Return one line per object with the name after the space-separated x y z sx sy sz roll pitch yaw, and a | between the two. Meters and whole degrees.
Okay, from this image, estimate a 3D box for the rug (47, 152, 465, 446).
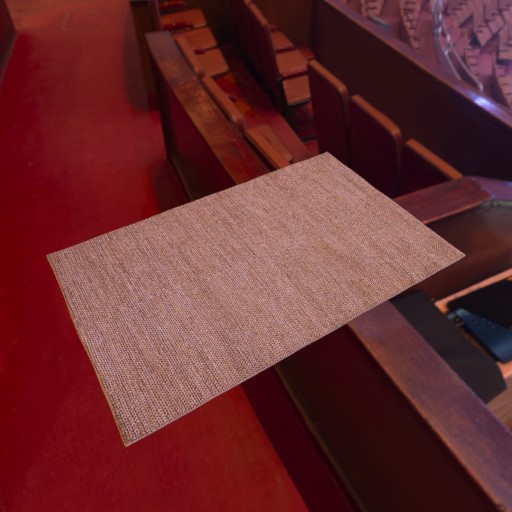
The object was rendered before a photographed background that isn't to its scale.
0.000 0.000 3.033 2.438 0.034 1.521 -24 50 -22 | rug
